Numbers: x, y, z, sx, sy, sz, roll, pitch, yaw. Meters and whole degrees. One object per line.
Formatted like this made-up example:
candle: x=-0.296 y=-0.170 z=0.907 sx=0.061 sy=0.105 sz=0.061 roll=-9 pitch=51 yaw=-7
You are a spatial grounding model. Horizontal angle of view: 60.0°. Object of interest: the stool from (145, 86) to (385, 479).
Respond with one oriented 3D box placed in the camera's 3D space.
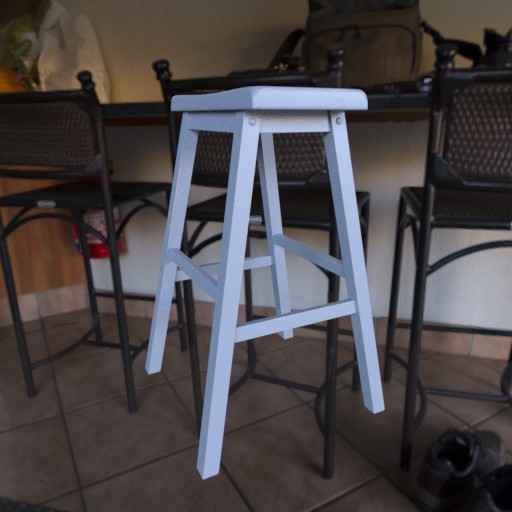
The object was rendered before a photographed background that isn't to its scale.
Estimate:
stool: x=0.000 y=0.000 z=1.067 sx=0.476 sy=0.737 sz=0.457 roll=-9 pitch=20 yaw=-26
